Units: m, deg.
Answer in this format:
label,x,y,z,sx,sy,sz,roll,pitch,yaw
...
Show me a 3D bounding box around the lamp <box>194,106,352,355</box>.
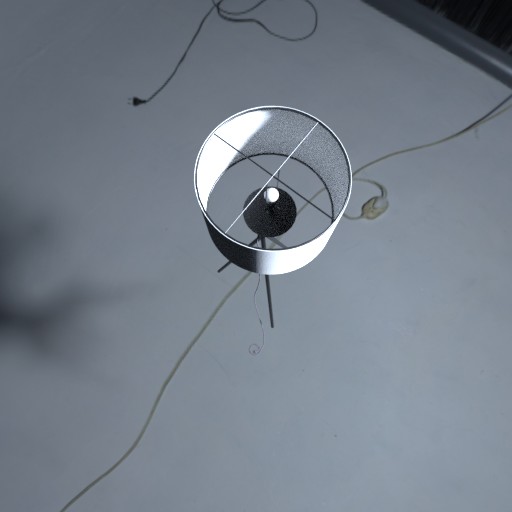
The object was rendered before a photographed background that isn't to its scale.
label,x,y,z,sx,sy,sz,roll,pitch,yaw
lamp,0.000,0.000,1.990,0.522,1.624,0.667,37,78,9
